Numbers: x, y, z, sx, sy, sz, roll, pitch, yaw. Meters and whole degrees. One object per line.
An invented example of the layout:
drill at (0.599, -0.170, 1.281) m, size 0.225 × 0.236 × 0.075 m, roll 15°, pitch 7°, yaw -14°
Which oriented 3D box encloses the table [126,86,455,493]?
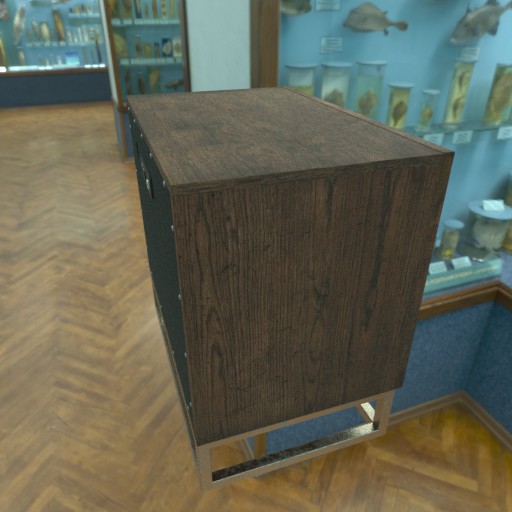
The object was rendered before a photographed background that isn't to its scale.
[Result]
table at (0.000, 0.000, 1.214) m, size 0.542 × 0.746 × 0.767 m, roll -10°, pitch 31°, yaw -17°
